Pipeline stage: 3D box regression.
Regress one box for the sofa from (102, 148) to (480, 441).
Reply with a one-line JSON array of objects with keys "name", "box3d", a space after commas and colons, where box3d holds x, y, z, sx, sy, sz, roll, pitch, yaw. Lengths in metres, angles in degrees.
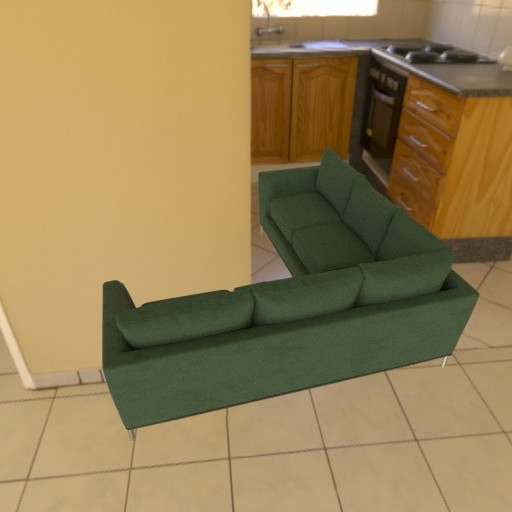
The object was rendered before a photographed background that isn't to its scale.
[{"name": "sofa", "box3d": [0.000, 0.000, 3.818, 2.452, 1.004, 2.468, -9, 34, -13]}]
